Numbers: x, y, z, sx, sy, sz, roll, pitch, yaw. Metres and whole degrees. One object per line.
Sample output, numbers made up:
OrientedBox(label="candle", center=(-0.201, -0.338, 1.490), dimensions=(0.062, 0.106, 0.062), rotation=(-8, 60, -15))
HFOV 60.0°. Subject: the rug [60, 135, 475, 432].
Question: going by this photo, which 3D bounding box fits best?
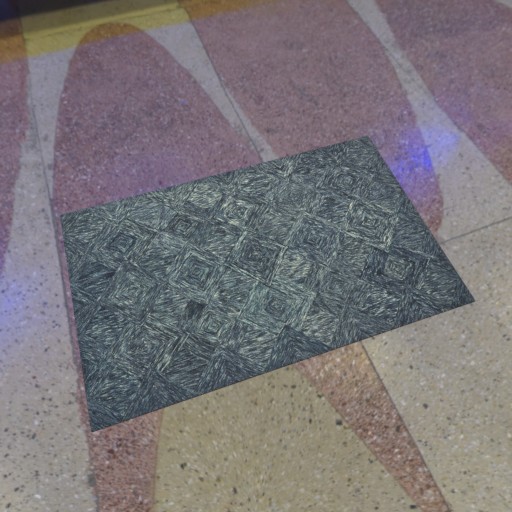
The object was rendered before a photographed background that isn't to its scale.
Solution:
OrientedBox(label="rug", center=(0.000, 0.000, 2.871), dimensions=(2.330, 0.017, 1.478), rotation=(-16, 61, -9))
